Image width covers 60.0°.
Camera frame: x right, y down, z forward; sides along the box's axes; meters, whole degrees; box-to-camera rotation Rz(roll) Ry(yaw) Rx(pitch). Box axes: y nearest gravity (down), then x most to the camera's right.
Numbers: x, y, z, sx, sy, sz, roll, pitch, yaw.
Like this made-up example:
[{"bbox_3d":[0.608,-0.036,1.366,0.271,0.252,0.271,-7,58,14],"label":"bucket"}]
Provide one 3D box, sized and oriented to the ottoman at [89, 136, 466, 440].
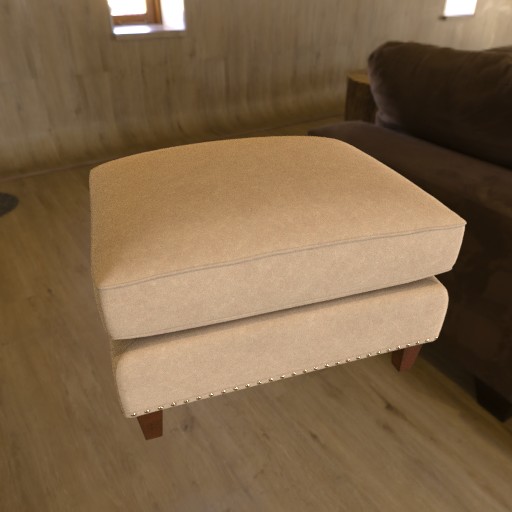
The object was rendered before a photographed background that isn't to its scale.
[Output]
[{"bbox_3d":[0.000,0.000,1.123,0.741,0.513,0.584,-10,33,-15],"label":"ottoman"}]
